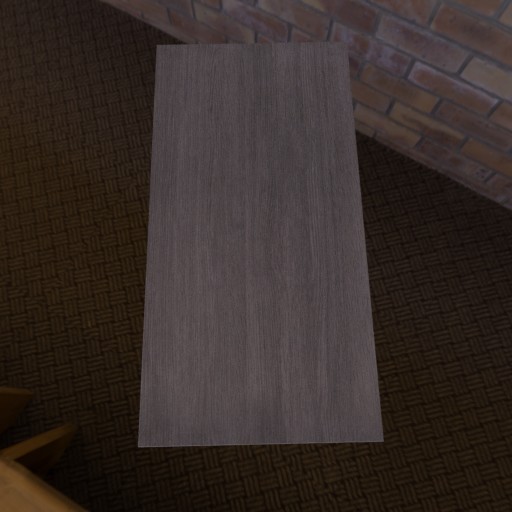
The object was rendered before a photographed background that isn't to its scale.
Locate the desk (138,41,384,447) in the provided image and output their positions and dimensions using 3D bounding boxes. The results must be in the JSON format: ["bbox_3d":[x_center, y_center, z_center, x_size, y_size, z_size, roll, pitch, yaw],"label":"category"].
[{"bbox_3d":[0.000,0.000,1.512,0.560,0.735,1.097,-1,74,0],"label":"desk"}]
